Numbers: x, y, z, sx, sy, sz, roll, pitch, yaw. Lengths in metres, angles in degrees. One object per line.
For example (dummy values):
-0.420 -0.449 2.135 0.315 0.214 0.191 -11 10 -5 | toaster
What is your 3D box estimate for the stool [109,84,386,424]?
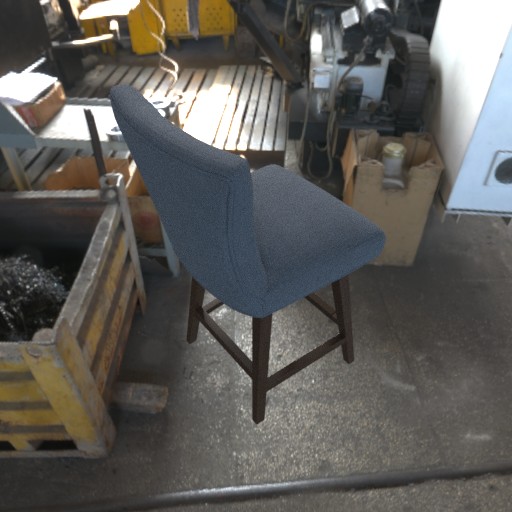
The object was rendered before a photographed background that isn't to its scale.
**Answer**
0.000 0.000 1.341 0.574 1.000 0.514 -28 48 -28 | stool
